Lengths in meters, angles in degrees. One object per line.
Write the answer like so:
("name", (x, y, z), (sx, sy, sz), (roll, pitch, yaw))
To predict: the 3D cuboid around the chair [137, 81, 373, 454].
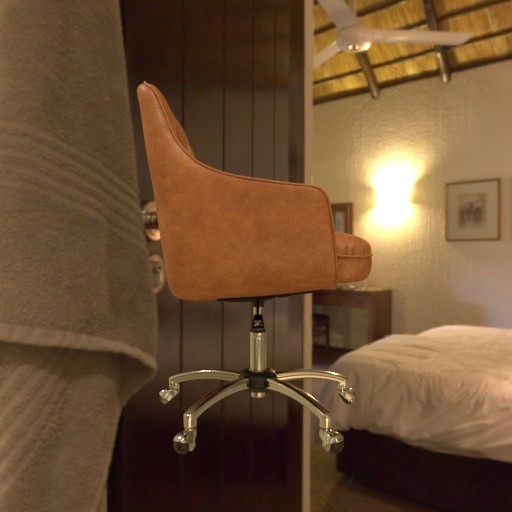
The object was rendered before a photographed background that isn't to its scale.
("chair", (0.000, 0.000, 1.290), (0.615, 0.909, 0.628), (0, 0, 0))
